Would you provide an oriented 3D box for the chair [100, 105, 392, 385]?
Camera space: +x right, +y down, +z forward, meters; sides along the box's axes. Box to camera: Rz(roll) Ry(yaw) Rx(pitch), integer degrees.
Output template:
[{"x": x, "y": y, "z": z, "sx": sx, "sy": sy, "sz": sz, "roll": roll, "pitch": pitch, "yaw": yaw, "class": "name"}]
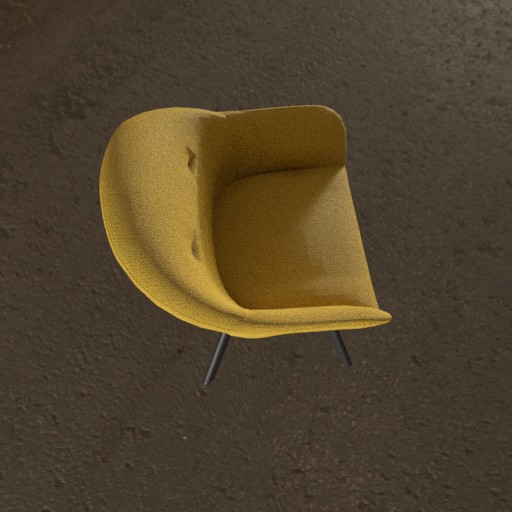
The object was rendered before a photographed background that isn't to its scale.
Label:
[{"x": 0.000, "y": 0.000, "z": 1.138, "sx": 0.565, "sy": 0.775, "sz": 0.545, "roll": -5, "pitch": 64, "yaw": -3, "class": "chair"}]
